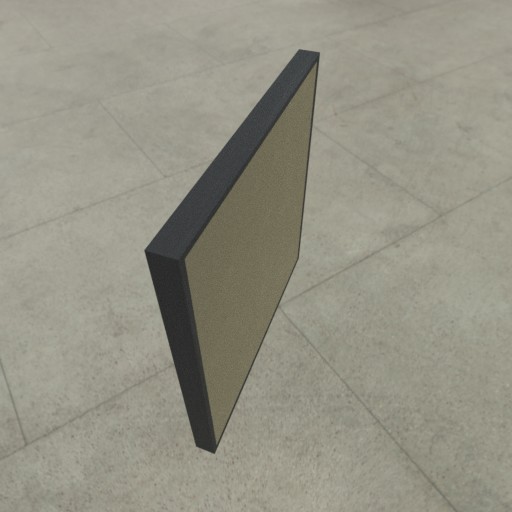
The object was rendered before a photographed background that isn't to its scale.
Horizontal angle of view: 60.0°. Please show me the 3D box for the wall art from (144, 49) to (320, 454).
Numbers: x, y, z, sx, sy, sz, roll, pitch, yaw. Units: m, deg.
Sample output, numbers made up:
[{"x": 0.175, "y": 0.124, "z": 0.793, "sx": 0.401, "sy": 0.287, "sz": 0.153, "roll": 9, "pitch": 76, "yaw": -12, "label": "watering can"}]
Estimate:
[{"x": 0.000, "y": 0.000, "z": 0.770, "sx": 0.037, "sy": 0.507, "sz": 0.509, "roll": 15, "pitch": 49, "yaw": 14, "label": "wall art"}]
